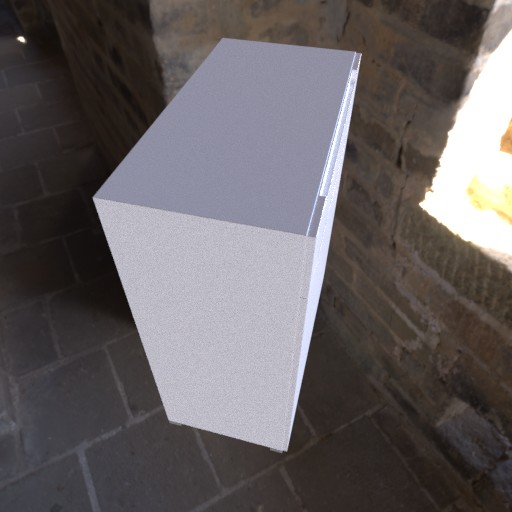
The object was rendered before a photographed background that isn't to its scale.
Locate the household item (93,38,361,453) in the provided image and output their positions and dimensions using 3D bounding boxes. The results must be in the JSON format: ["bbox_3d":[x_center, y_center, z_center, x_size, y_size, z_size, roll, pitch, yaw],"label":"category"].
[{"bbox_3d":[0.000,0.000,1.415,0.420,1.010,0.790,11,48,10],"label":"household item"}]
